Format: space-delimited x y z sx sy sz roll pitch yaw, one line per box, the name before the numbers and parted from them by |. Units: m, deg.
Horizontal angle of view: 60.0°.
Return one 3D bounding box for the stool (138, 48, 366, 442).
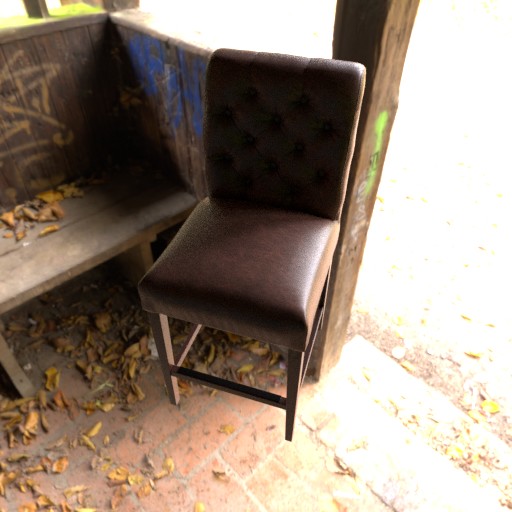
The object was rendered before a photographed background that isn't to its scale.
stool | 0.000 0.000 1.449 0.486 1.084 0.660 12 44 13
